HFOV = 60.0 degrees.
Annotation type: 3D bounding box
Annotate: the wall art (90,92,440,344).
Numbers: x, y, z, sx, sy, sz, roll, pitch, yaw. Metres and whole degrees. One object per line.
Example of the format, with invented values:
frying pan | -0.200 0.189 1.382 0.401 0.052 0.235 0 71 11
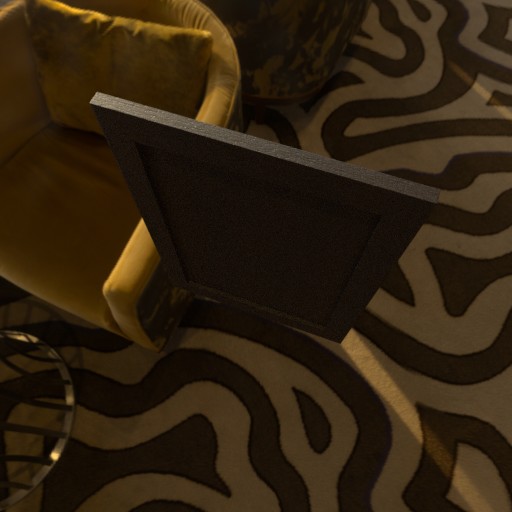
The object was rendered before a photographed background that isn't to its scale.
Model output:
wall art | 0.000 0.000 0.666 0.359 0.513 0.017 18 66 8
